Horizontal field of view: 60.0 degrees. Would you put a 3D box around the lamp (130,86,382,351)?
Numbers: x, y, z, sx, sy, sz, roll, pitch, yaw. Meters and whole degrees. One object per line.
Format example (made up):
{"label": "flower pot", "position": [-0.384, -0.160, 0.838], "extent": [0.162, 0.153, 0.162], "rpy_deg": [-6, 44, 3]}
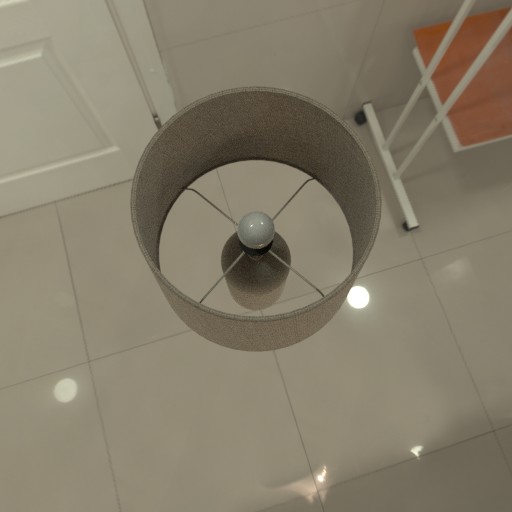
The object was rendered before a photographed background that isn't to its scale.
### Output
{"label": "lamp", "position": [0.000, 0.000, 0.858], "extent": [0.367, 0.609, 0.367], "rpy_deg": [0, 75, 0]}
